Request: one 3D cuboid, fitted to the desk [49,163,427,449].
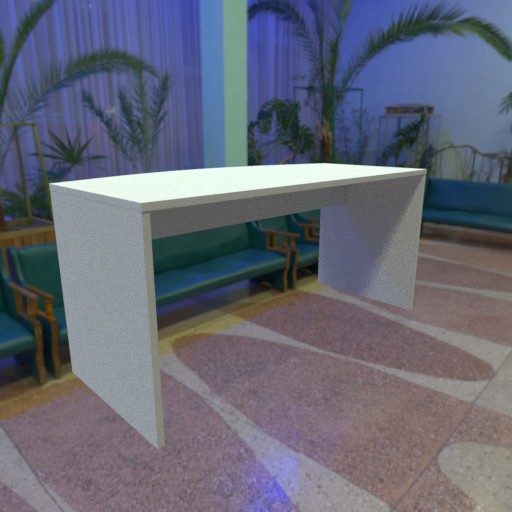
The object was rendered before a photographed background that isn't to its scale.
[{"bbox_3d":[0.000,0.000,2.053,1.600,0.750,0.802,-14,21,-42],"label":"desk"}]
